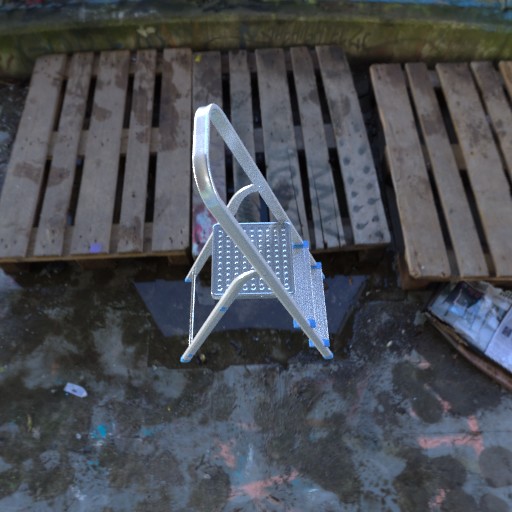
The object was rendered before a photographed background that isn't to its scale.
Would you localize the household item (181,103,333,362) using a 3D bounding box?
[{"bbox_3d":[0.000,0.000,1.559,0.687,1.215,0.420,-1,62,-1],"label":"household item"}]
